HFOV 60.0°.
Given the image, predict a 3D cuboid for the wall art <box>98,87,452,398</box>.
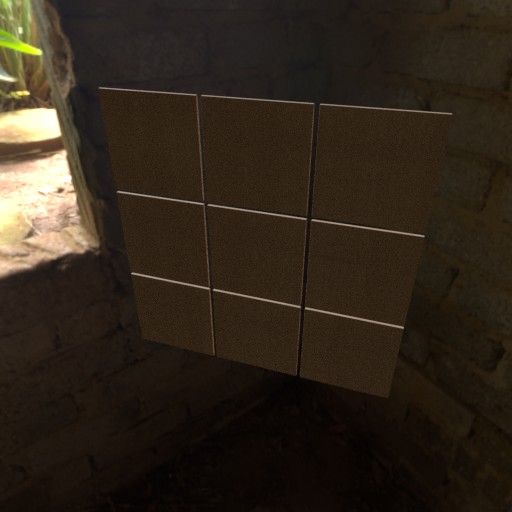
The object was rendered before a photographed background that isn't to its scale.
[{"bbox_3d":[0.000,0.000,1.788,1.219,1.218,0.013,10,33,16],"label":"wall art"}]
